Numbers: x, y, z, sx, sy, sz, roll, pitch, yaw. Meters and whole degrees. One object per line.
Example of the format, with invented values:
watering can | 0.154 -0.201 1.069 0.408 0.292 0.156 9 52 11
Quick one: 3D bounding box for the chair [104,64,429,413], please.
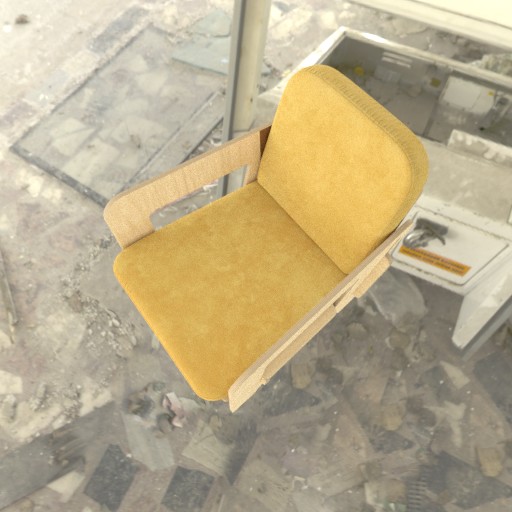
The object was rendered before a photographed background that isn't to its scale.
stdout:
chair | 0.000 0.000 1.283 0.710 0.800 0.590 -34 68 -16
